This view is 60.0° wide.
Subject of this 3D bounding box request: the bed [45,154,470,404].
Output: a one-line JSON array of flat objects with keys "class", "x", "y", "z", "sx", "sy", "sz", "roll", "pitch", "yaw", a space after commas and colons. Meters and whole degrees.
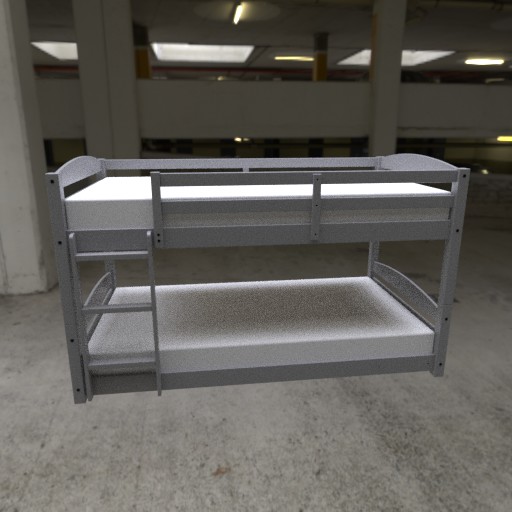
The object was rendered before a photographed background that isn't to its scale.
[{"class": "bed", "x": 0.000, "y": 0.000, "z": 2.724, "sx": 2.013, "sy": 1.206, "sz": 1.105, "roll": -2, "pitch": 16, "yaw": -7}]
